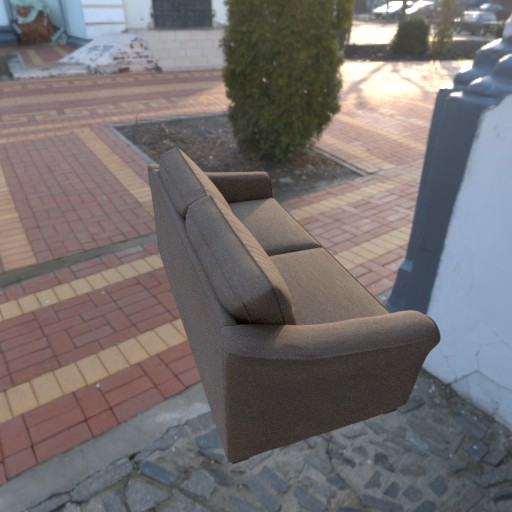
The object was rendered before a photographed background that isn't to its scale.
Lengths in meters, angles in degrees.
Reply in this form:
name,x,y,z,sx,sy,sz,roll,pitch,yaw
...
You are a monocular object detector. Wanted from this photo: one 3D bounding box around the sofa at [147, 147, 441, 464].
name,x,y,z,sx,sy,sz,roll,pitch,yaw
sofa,0.000,0.000,2.731,0.986,0.906,2.270,-10,31,-17
